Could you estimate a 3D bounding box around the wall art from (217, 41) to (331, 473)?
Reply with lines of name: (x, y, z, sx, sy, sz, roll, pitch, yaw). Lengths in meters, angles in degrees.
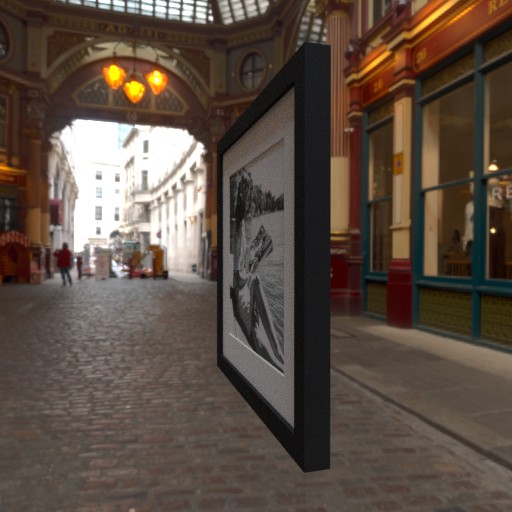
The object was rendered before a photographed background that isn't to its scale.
wall art: (0.000, 0.000, 0.696, 0.030, 0.458, 0.462, 0, 1, -17)
